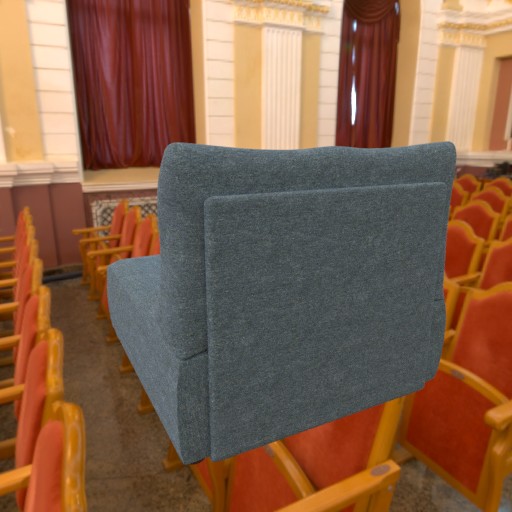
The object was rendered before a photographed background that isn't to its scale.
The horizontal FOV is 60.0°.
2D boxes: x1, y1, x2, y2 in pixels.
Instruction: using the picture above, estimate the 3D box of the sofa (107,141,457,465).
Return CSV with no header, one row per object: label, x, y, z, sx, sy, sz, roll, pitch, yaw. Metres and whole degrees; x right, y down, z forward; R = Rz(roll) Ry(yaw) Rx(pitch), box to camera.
sofa,0.000,0.000,1.630,0.930,0.820,1.000,-8,17,-27
